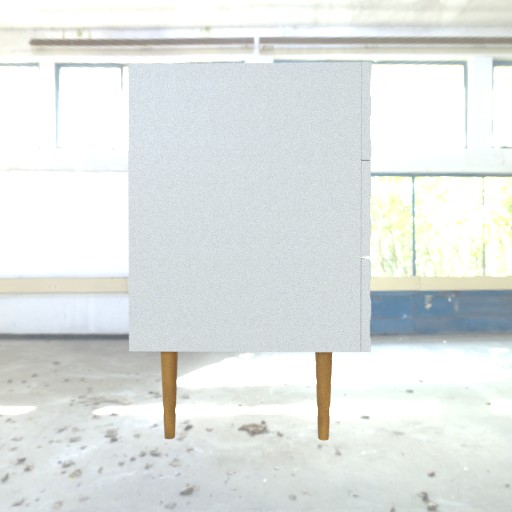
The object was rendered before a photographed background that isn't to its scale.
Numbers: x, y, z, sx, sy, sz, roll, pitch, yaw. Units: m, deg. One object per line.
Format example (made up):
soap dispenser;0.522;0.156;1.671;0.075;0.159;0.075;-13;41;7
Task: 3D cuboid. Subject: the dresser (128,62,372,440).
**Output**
dresser;0.000;0.000;1.271;0.457;0.721;0.905;0;1;1
